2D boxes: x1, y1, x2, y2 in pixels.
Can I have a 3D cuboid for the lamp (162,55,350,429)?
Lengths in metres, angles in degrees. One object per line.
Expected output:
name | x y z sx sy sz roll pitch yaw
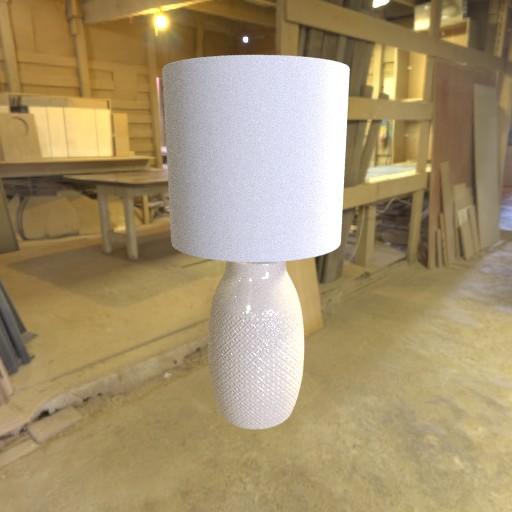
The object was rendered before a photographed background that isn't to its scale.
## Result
lamp | 0.000 0.000 0.583 0.217 0.453 0.217 14 21 42
